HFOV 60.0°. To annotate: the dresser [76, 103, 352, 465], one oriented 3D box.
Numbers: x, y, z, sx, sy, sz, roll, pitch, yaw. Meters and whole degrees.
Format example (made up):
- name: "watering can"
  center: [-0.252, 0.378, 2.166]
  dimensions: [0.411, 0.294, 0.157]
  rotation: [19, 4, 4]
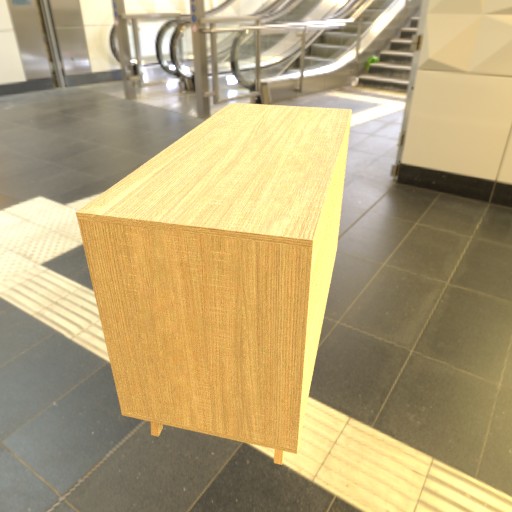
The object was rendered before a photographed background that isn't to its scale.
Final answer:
- name: "dresser"
  center: [0.000, 0.000, 1.538]
  dimensions: [0.500, 0.780, 1.110]
  rotation: [7, 31, 12]
